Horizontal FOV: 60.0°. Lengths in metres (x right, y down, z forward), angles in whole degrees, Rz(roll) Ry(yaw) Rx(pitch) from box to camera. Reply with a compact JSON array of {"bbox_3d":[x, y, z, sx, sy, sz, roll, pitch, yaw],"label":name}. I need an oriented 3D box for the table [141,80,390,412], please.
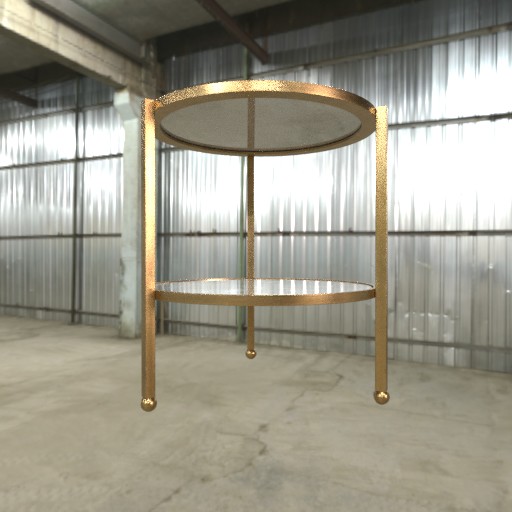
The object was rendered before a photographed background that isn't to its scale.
[{"bbox_3d":[0.000,0.000,0.450,0.243,0.269,0.231,0,1,-35],"label":"table"}]
